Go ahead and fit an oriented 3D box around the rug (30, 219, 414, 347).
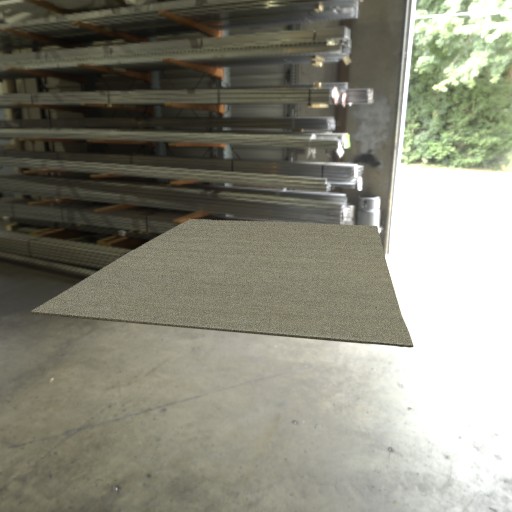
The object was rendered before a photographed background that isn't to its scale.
[{"bbox_3d":[0.000,0.000,4.758,2.757,0.051,3.626,3,16,11],"label":"rug"}]
